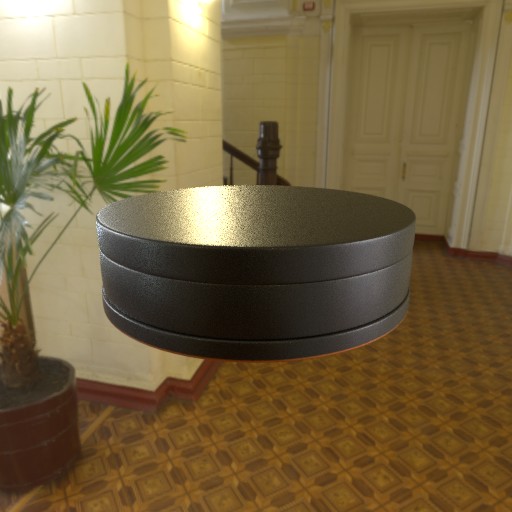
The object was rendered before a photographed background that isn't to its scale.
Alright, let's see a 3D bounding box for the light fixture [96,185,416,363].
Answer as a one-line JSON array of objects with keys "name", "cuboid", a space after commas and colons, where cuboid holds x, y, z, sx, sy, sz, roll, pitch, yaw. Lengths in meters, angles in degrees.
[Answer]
[{"name": "light fixture", "cuboid": [0.000, 0.000, 0.423, 0.283, 0.097, 0.283, 0, 17, 0]}]
